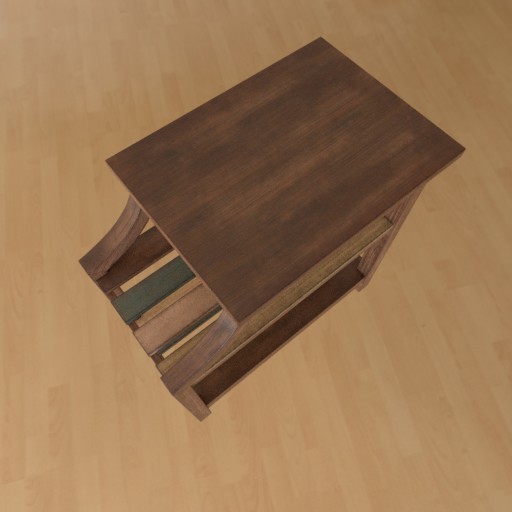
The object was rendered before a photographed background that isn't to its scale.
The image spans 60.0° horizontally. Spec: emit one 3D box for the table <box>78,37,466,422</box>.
[{"bbox_3d":[0.000,0.000,0.972,0.609,0.584,0.356,-36,69,-16],"label":"table"}]
